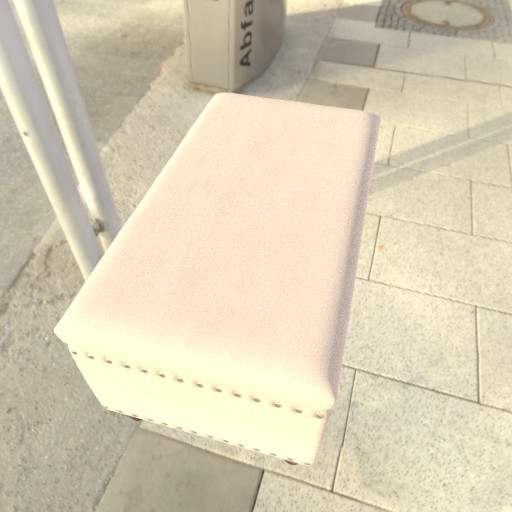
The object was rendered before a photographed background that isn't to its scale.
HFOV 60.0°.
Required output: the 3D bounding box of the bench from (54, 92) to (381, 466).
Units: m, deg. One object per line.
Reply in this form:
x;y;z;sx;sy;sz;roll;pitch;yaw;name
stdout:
0.000;0.000;1.160;0.500;0.449;0.887;11;48;10;bench
